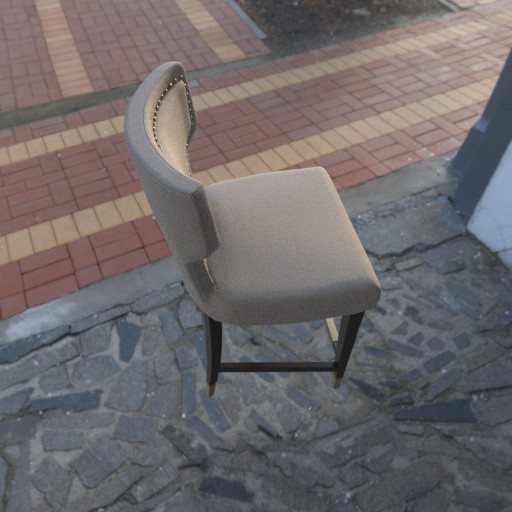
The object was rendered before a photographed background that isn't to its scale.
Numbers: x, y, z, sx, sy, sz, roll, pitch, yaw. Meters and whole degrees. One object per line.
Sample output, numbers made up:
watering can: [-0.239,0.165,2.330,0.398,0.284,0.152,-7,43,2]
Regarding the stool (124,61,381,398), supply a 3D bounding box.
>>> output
stool: [0.000,0.000,1.316,0.563,0.982,0.527,-8,49,-7]
